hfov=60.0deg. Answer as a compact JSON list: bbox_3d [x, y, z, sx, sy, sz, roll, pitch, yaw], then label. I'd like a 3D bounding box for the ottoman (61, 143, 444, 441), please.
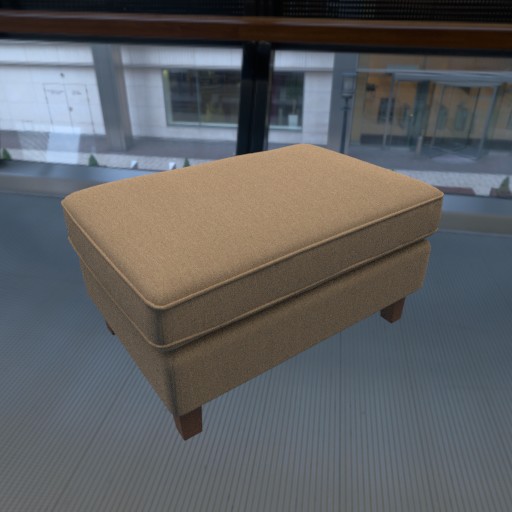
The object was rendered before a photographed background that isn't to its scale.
[{"bbox_3d":[0.000,0.000,1.349,0.945,0.521,0.636,-20,35,-31],"label":"ottoman"}]
